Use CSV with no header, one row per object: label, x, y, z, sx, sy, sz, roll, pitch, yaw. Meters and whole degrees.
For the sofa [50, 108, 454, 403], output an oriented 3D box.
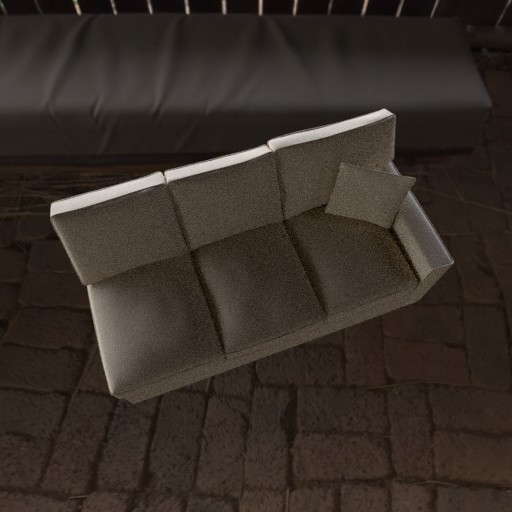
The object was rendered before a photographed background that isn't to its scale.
sofa,0.000,0.000,2.613,1.963,0.946,1.034,-18,65,-9
